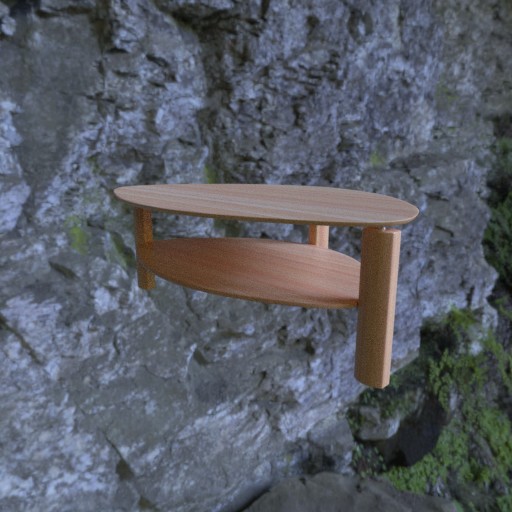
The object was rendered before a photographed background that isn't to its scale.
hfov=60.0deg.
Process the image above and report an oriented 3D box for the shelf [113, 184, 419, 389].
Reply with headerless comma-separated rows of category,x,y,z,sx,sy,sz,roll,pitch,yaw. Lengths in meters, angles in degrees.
shelf,0.000,0.000,1.596,0.845,0.440,1.246,-13,19,-43
